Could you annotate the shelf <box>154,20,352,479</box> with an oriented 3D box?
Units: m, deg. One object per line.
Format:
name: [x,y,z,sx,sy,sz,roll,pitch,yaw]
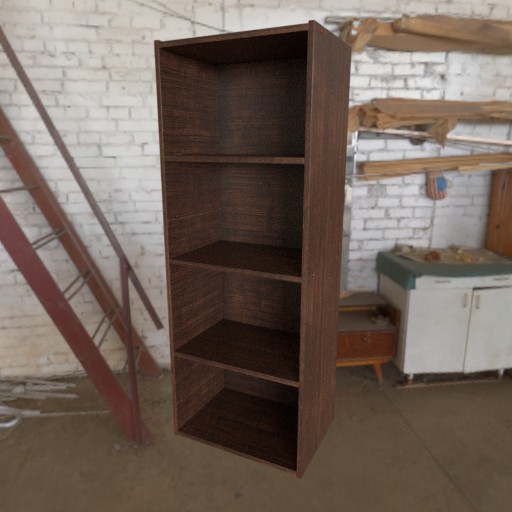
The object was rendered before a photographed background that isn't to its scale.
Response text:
shelf: [0.000,0.000,1.247,0.415,1.099,0.290,7,16,26]
